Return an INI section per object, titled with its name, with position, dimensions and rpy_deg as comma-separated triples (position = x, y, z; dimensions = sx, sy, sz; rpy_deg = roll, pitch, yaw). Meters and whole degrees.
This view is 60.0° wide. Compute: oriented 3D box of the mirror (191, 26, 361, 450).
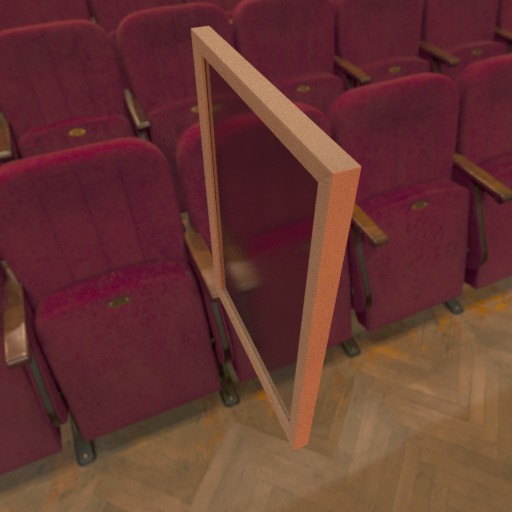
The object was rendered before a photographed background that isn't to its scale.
[mirror]
position = 0.000, 0.000, 0.887
dimensions = 0.040, 0.710, 0.507
rpy_deg = -17, 47, -16
